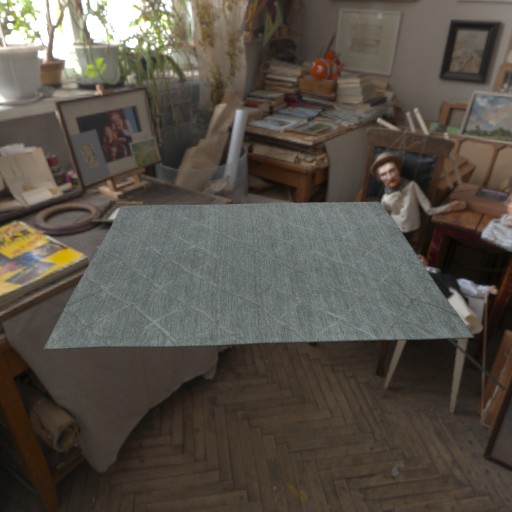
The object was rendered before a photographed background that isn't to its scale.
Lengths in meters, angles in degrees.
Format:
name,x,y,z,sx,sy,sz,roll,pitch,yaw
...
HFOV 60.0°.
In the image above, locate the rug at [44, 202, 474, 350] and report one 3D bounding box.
name,x,y,z,sx,sy,sz,roll,pitch,yaw
rug,0.000,0.000,4.142,3.048,0.013,2.438,-1,30,-2
